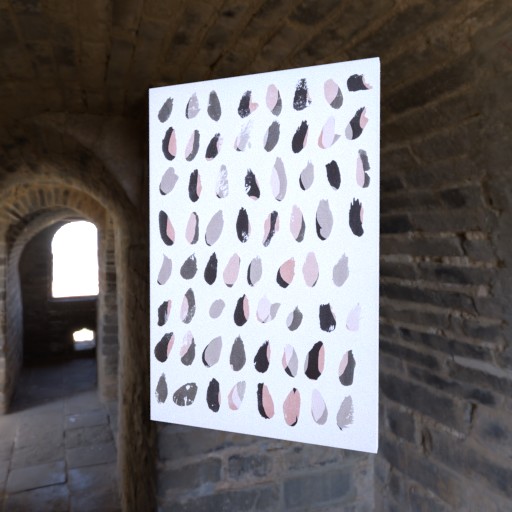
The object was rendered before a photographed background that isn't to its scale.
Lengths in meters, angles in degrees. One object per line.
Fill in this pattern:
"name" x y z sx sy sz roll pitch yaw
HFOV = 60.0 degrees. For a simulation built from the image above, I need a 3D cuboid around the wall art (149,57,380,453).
"wall art" 0.000 0.000 0.757 0.405 0.608 0.025 0 1 19
